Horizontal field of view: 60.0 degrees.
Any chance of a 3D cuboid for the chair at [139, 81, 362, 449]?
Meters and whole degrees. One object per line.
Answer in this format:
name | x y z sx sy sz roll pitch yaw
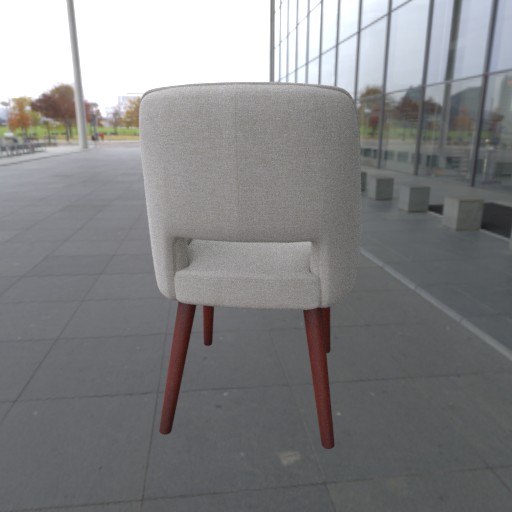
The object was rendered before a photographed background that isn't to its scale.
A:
chair | 0.000 0.000 1.215 0.560 0.840 0.580 2 16 7
